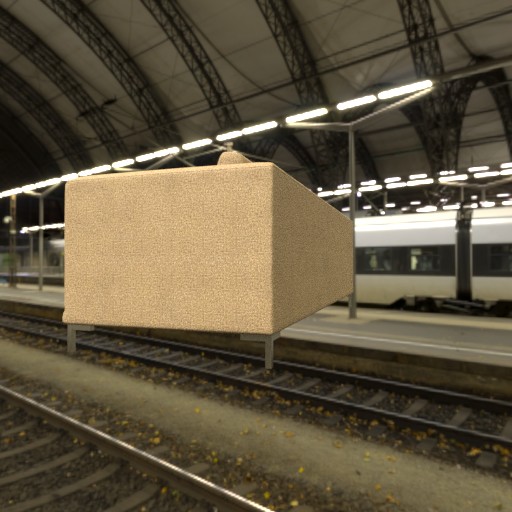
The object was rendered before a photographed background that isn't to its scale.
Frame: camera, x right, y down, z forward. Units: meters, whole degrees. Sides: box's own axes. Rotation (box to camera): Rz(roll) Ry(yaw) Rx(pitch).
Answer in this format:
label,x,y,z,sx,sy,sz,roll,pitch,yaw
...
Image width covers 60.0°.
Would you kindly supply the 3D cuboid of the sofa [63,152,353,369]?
label,x,y,z,sx,sy,sz,roll,pitch,yaw
sofa,0.000,0.000,2.904,0.969,0.867,2.415,0,-1,19
